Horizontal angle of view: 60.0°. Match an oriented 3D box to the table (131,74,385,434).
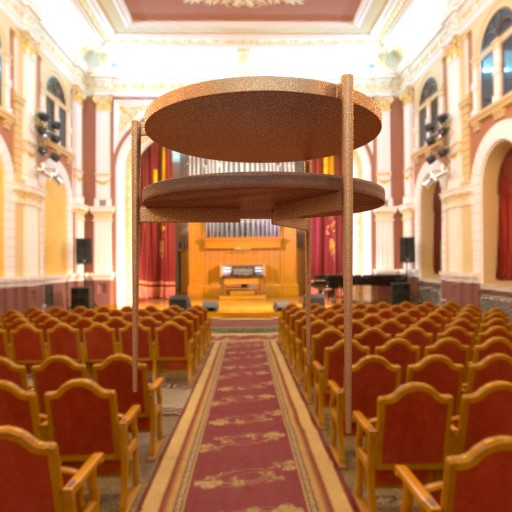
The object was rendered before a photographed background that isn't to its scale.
[{"bbox_3d":[0.000,0.000,0.812,0.456,0.493,0.430,0,-1,-1],"label":"table"}]
